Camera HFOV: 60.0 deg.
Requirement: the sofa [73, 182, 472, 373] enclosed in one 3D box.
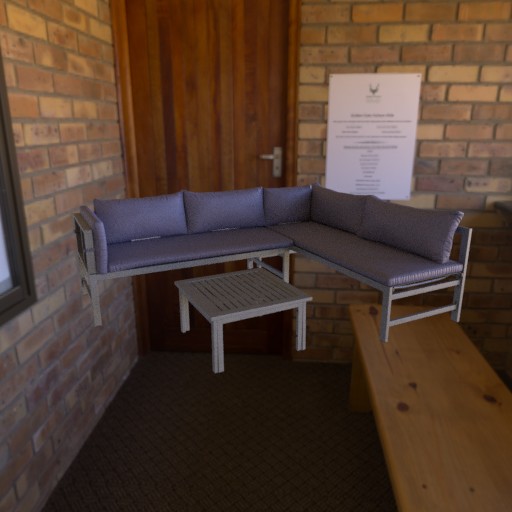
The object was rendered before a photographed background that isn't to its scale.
[{"bbox_3d":[0.000,0.000,3.036,2.149,0.762,1.658,-8,18,-26],"label":"sofa"}]
